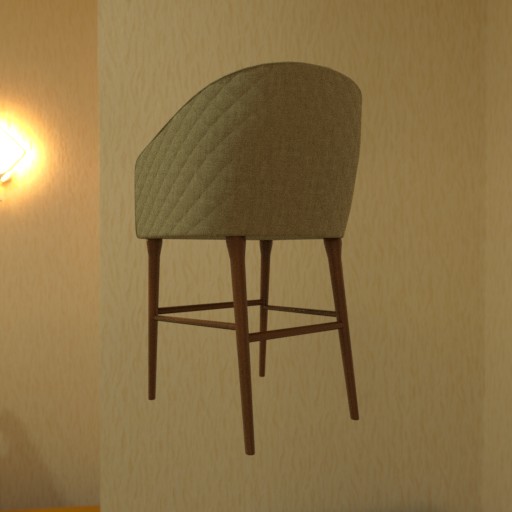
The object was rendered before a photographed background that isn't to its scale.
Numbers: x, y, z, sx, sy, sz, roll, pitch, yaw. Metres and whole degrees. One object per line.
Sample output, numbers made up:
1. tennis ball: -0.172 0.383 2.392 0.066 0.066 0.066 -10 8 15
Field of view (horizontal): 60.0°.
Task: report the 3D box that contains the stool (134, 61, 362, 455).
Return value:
1. stool: 0.000 0.000 1.370 0.559 0.952 0.635 -1 1 -36
